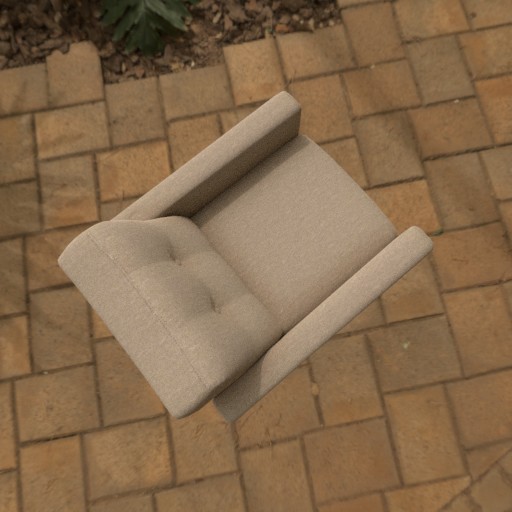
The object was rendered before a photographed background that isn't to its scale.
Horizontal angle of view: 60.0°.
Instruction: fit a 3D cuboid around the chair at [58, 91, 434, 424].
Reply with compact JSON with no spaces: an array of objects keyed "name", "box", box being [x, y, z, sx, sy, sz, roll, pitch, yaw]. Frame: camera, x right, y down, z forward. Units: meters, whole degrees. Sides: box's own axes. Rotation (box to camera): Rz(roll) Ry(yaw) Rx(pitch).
[{"name":"chair","box":[0.000,0.000,1.850,1.128,0.965,0.897,-39,79,-9]}]
